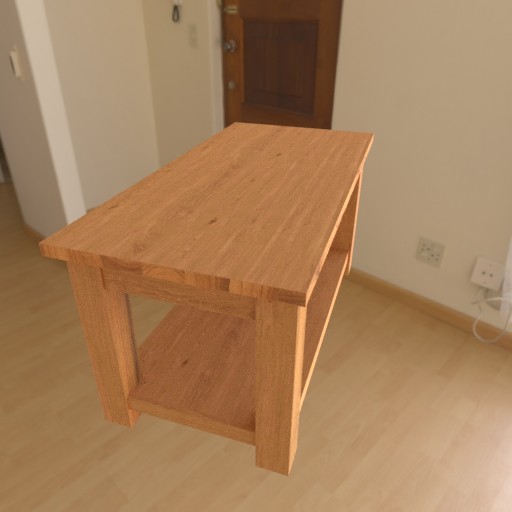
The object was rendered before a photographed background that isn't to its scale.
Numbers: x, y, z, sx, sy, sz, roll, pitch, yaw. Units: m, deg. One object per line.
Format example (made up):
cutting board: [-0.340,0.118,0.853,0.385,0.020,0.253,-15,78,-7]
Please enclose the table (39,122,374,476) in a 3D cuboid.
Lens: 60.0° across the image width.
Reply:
table: [0.000,0.000,1.146,0.450,0.452,0.899,10,31,16]
